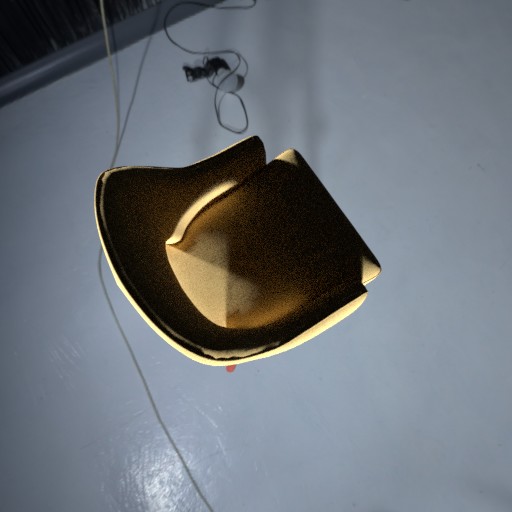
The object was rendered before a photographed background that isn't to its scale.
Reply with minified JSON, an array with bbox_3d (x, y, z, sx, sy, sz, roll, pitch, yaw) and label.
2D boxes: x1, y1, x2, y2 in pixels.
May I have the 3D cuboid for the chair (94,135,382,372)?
[{"bbox_3d":[0.000,0.000,1.242,0.605,0.849,0.548,-31,77,-8],"label":"chair"}]
